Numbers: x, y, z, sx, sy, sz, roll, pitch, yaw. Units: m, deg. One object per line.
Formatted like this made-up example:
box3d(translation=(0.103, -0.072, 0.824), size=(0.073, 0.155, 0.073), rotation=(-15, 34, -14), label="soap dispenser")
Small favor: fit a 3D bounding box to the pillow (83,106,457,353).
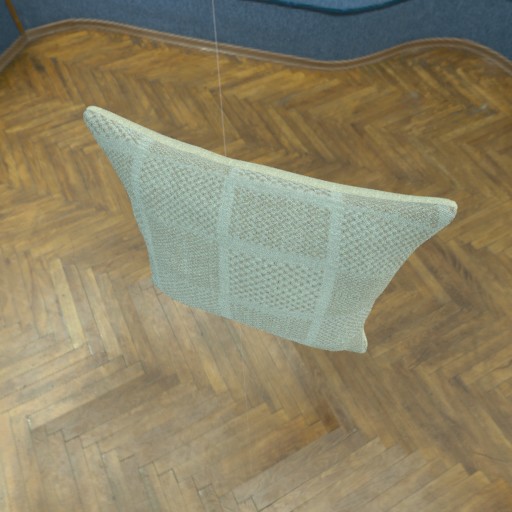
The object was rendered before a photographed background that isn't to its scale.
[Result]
box3d(translation=(0.000, 0.000, 0.670), size=(0.436, 0.432, 0.138), rotation=(17, 61, 10), label="pillow")
